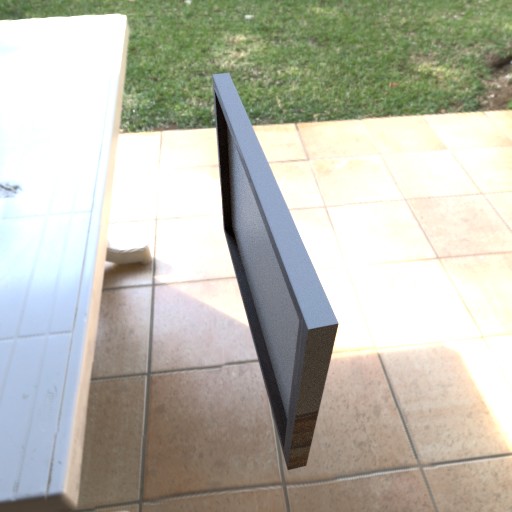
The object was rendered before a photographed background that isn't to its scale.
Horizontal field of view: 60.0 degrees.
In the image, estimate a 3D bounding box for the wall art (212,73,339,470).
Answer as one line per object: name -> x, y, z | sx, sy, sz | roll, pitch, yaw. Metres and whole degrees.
wall art -> 0.000, 0.000, 1.202 | 0.050, 0.610, 0.914 | -9, 47, -9
